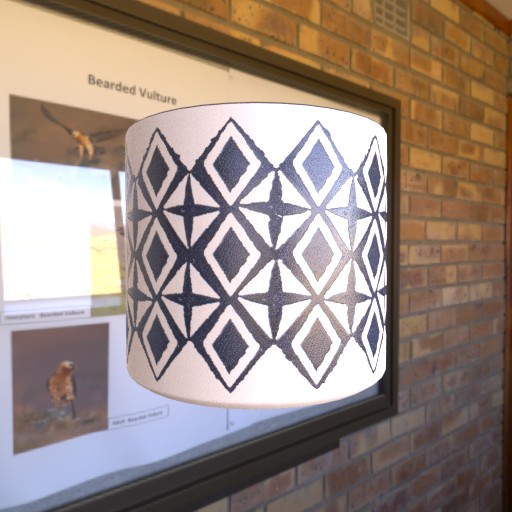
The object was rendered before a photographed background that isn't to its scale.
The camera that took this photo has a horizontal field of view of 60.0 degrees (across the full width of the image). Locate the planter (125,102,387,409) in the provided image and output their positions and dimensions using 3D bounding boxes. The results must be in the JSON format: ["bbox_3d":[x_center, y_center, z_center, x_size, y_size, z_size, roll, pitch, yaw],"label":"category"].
[{"bbox_3d":[0.000,0.000,0.322,0.182,0.165,0.182,0,1,0],"label":"planter"}]
